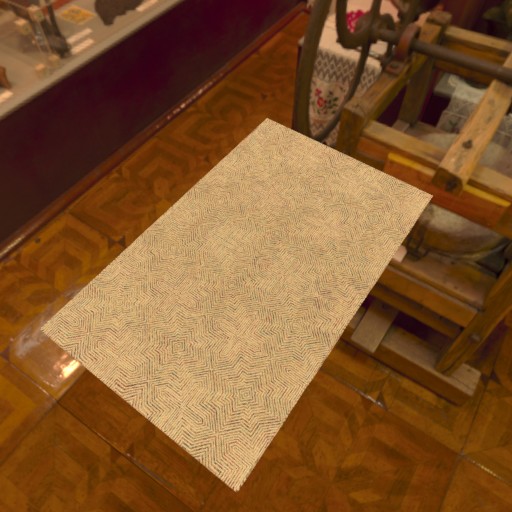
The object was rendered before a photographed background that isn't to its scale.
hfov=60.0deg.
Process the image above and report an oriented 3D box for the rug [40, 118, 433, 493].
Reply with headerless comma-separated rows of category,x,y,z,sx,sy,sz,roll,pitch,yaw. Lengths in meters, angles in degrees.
rug,0.000,0.000,3.011,1.519,0.007,2.428,31,61,19
